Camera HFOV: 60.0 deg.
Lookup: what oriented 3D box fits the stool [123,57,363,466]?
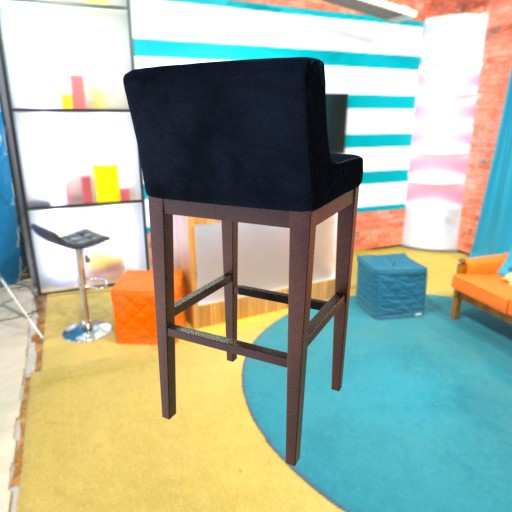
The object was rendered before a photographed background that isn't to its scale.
[{"bbox_3d":[0.000,0.000,1.334,0.511,1.037,0.500,9,19,26],"label":"stool"}]
